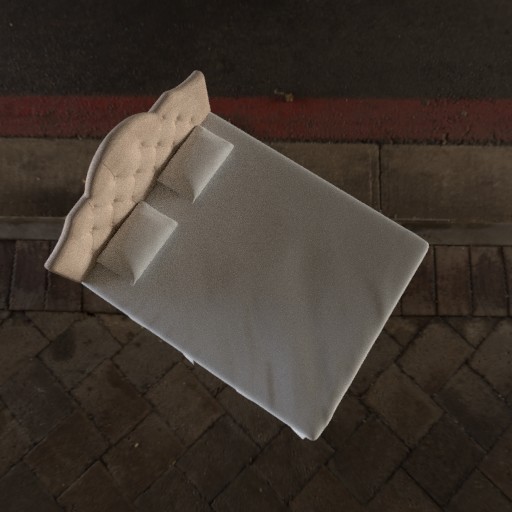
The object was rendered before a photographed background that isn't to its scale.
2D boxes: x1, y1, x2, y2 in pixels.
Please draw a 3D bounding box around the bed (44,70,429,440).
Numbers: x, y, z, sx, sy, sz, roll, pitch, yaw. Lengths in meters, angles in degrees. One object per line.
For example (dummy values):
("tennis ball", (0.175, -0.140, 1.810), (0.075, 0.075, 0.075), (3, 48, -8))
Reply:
("bed", (0.000, 0.000, 2.882), (1.970, 1.194, 1.667), (32, 79, 7))
